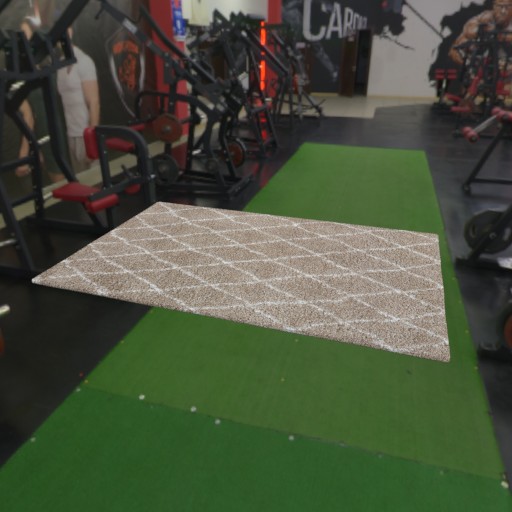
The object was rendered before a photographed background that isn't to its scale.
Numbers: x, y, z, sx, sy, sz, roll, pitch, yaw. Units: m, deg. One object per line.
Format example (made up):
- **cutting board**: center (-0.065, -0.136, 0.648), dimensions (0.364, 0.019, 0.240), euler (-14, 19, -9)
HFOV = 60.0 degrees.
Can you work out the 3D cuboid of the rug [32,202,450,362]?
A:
- **rug**: center (0.000, 0.000, 3.476), dimensions (2.743, 0.030, 1.778), euler (8, 27, 17)
